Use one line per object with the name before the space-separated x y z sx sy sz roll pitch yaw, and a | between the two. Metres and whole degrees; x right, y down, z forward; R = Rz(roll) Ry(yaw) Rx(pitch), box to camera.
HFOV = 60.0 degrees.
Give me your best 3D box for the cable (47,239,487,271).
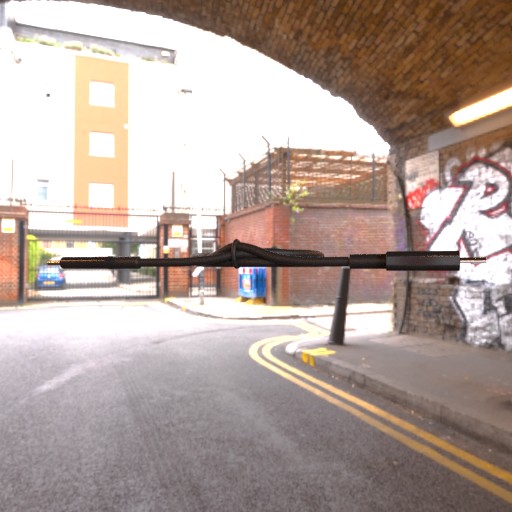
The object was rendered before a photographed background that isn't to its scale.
cable | 0.000 0.000 0.217 0.192 0.014 0.070 -1 -2 18
